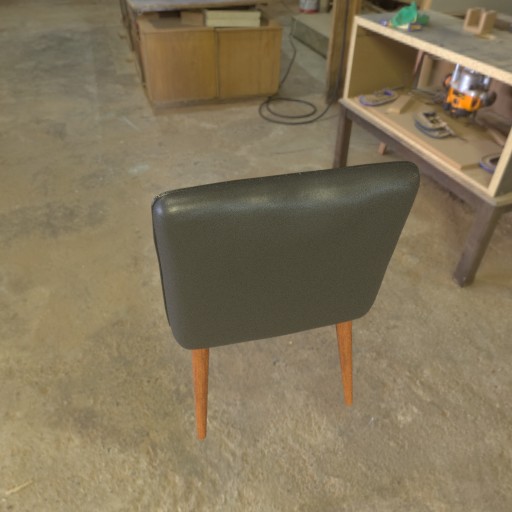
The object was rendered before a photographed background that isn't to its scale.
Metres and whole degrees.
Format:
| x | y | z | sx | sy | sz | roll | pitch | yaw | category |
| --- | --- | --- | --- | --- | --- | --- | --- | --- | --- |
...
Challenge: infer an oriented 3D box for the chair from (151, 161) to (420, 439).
| x | y | z | sx | sy | sz | roll | pitch | yaw | category |
| --- | --- | --- | --- | --- | --- | --- | --- | --- | --- |
| 0.000 | 0.000 | 1.213 | 0.543 | 0.801 | 0.645 | -12 | 42 | -14 | chair |
